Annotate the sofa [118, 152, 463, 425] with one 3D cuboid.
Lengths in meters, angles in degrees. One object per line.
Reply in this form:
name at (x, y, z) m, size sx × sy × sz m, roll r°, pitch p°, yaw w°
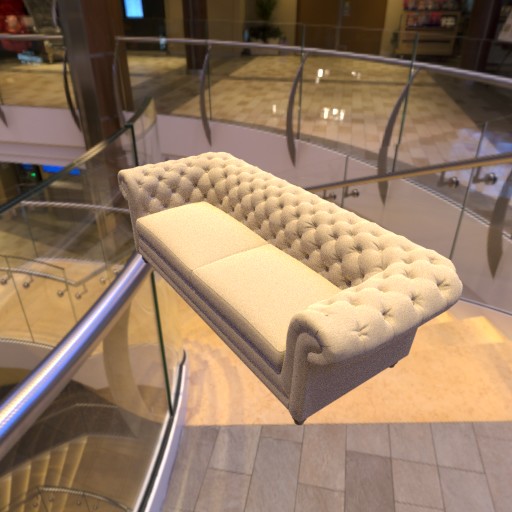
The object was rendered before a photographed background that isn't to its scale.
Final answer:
sofa at (0.000, 0.000, 3.234) m, size 1.076 × 0.847 × 2.694 m, roll -20°, pitch 36°, yaw -30°
